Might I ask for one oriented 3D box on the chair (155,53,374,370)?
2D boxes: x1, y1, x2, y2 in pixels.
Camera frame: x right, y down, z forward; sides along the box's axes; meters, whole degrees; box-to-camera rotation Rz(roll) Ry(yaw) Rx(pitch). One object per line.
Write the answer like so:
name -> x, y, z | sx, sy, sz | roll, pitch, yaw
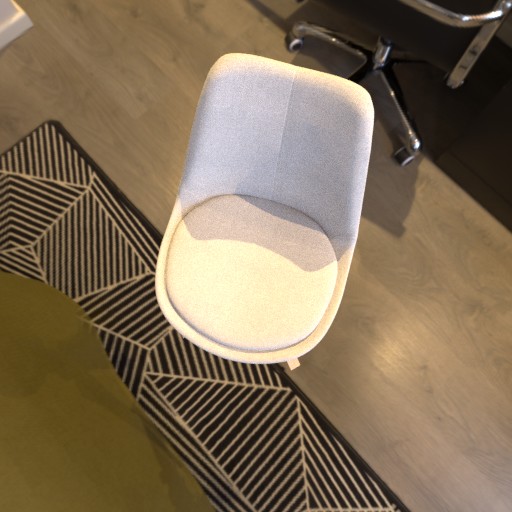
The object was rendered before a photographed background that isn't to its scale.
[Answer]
chair -> 0.000, 0.000, 1.166 | 0.474, 0.863, 0.549 | 16, 77, 4
